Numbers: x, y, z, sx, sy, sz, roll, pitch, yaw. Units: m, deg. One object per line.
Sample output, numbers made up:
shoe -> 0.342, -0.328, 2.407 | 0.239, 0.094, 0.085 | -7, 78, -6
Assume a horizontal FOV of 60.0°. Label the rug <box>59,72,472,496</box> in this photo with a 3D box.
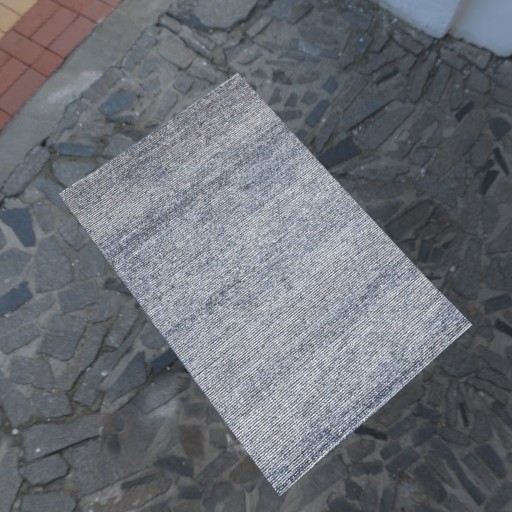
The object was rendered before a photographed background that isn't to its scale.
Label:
rug -> 0.000, 0.000, 2.104 | 1.135, 0.010, 1.740 | -37, 77, -10
